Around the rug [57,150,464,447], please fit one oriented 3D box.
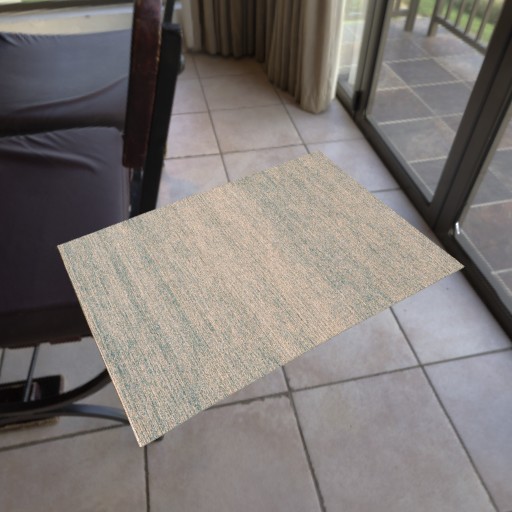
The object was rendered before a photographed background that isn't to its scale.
[{"bbox_3d":[0.000,0.000,3.043,2.306,0.030,1.613,-24,51,-20],"label":"rug"}]
